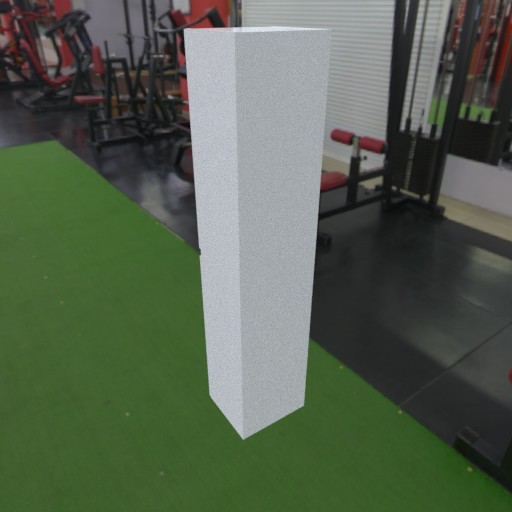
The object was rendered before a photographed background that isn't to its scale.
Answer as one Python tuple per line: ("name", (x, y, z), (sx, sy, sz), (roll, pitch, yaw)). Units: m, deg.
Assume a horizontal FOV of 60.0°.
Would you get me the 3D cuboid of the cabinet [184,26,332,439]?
("cabinet", (0.000, 0.000, 1.534), (0.300, 1.400, 0.270), (-18, 34, -29))
